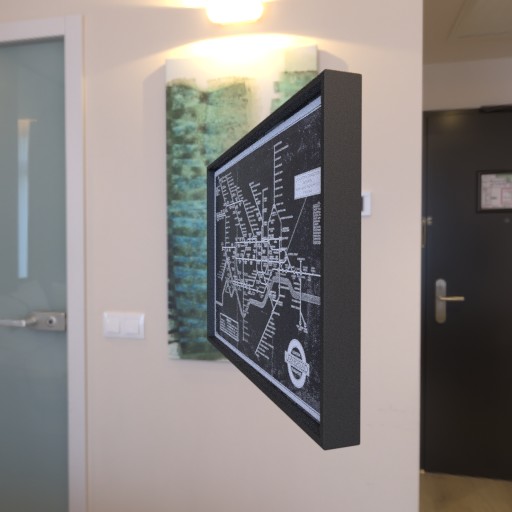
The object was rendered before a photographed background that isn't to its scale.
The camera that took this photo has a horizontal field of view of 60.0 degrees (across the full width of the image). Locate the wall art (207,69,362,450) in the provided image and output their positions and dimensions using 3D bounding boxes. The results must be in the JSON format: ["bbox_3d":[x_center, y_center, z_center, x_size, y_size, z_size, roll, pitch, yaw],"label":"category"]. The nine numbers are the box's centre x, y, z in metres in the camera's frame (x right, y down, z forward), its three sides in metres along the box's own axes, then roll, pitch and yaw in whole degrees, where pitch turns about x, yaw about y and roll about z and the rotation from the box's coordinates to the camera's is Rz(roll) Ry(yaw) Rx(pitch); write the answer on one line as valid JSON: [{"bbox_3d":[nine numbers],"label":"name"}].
[{"bbox_3d":[0.000,0.000,0.855,0.051,0.456,0.671,0,1,-18],"label":"wall art"}]
